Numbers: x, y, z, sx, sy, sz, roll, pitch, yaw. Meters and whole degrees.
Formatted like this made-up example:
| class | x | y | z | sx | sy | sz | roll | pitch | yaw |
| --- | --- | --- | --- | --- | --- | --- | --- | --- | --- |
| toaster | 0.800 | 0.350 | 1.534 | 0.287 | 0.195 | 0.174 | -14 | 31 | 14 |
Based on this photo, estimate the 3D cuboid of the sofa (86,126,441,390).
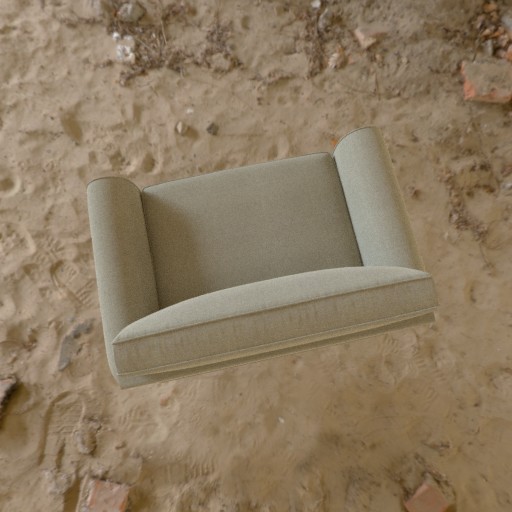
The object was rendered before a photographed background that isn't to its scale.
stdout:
| class | x | y | z | sx | sy | sz | roll | pitch | yaw |
| --- | --- | --- | --- | --- | --- | --- | --- | --- | --- |
| sofa | 0.000 | 0.000 | 2.057 | 1.405 | 0.991 | 0.936 | -12 | 76 | -3 |
